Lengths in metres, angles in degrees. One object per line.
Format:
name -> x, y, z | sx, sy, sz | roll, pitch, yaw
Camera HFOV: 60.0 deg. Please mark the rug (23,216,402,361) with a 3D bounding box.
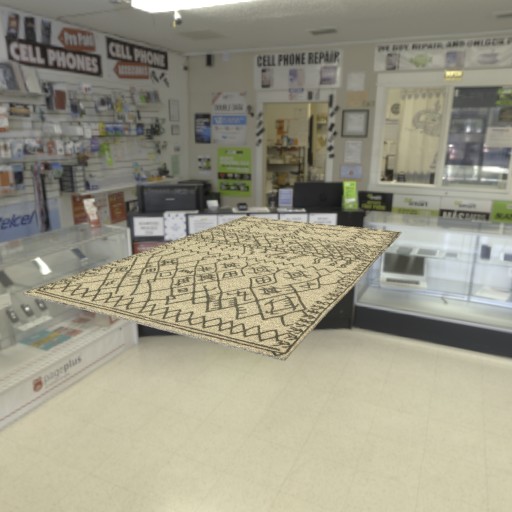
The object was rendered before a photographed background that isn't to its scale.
rug -> 0.000, 0.000, 3.061 | 1.530, 0.012, 2.444 | 8, 18, 26
